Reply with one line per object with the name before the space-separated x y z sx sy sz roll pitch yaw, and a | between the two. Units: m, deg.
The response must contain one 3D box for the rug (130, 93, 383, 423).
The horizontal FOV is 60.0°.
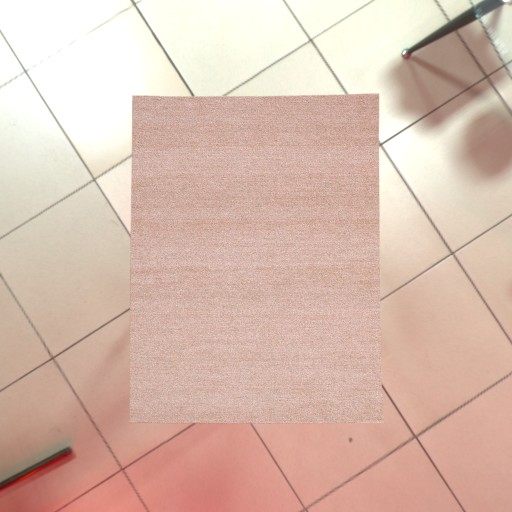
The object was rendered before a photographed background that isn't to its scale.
rug | 0.000 0.000 4.290 2.434 0.045 3.202 0 88 0
